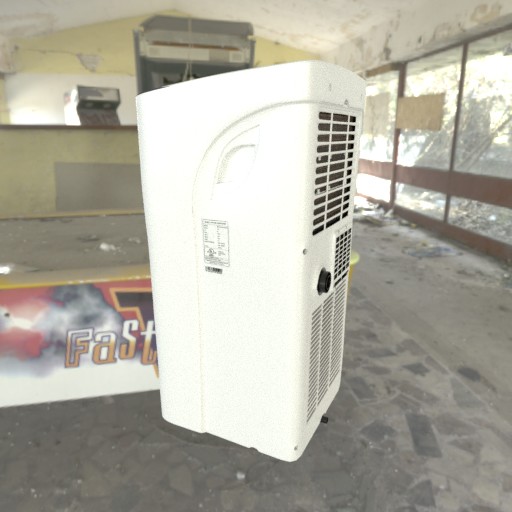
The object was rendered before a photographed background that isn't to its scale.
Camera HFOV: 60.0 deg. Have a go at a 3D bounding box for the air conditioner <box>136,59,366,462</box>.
[{"bbox_3d":[0.000,0.000,0.932,0.369,0.716,0.352,7,17,25],"label":"air conditioner"}]
